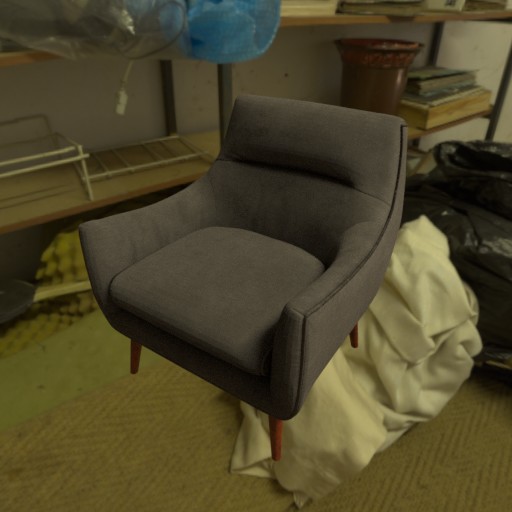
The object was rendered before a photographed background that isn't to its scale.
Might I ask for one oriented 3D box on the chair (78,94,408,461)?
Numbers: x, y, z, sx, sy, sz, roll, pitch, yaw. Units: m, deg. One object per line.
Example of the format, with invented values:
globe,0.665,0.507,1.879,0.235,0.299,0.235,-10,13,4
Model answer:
chair,0.000,0.000,1.433,0.762,0.838,0.787,20,37,29
